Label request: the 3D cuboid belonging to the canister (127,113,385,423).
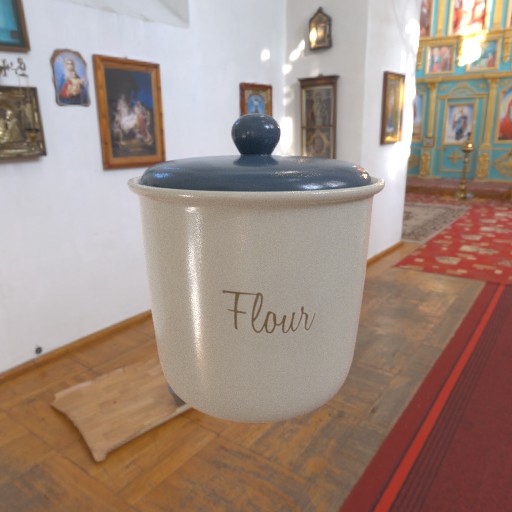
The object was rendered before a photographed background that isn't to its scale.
[{"bbox_3d":[0.000,0.000,0.339,0.182,0.208,0.182,0,15,0],"label":"canister"}]
